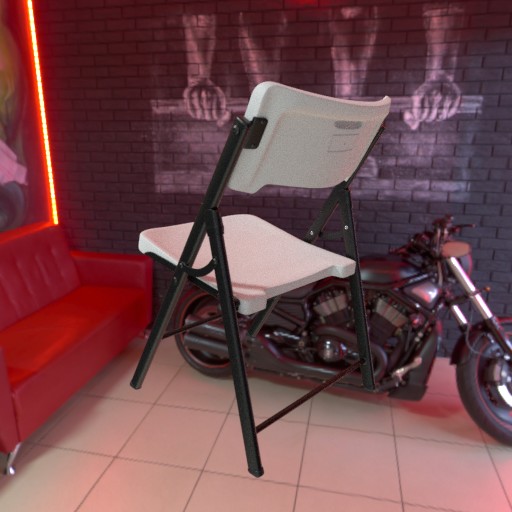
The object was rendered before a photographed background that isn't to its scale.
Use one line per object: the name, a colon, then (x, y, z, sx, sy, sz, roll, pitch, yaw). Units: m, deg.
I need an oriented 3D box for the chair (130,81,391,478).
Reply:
chair: (0.000, 0.000, 1.127, 0.577, 0.765, 0.482, 15, 21, 43)
